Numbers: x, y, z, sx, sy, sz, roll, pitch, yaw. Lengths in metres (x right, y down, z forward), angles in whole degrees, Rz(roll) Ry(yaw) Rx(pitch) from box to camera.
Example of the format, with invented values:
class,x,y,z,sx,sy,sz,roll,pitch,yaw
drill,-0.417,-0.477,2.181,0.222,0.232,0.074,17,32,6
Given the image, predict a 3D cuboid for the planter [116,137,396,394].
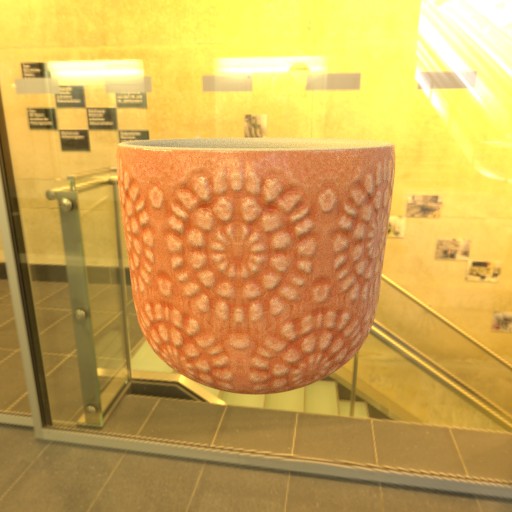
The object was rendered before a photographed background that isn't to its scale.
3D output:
class,x,y,z,sx,sy,sz,roll,pitch,yaw
planter,0.000,0.000,0.219,0.124,0.109,0.124,0,17,0
